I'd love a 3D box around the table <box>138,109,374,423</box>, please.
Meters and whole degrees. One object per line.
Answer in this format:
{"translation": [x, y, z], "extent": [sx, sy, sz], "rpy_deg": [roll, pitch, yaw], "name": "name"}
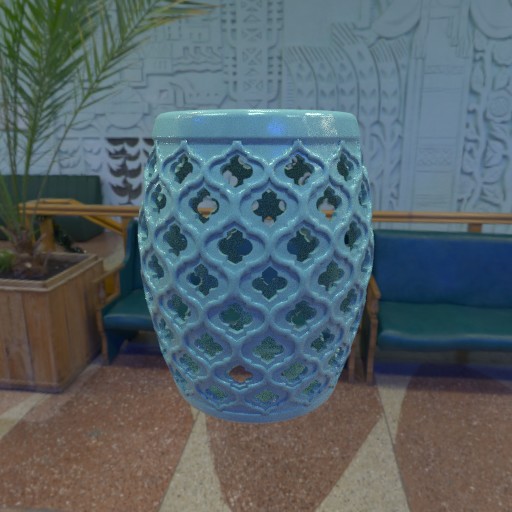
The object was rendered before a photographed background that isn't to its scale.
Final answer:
{"translation": [0.000, 0.000, 0.637], "extent": [0.325, 0.388, 0.325], "rpy_deg": [0, 15, 0], "name": "table"}
